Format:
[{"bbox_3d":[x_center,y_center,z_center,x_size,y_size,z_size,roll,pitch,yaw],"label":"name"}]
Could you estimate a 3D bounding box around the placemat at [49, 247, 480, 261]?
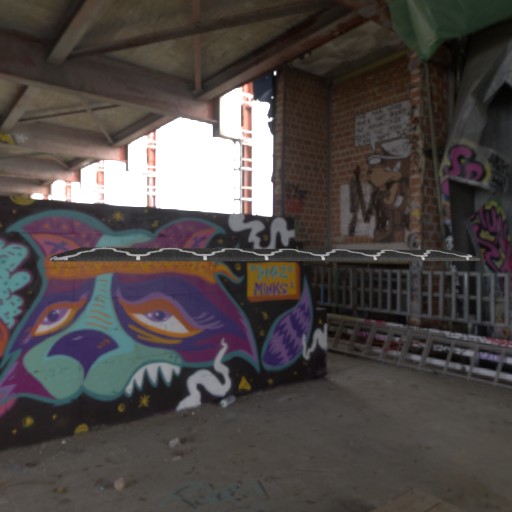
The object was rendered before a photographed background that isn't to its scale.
[{"bbox_3d":[0.000,0.000,0.962,0.762,0.021,0.508,0,0,-17],"label":"placemat"}]
